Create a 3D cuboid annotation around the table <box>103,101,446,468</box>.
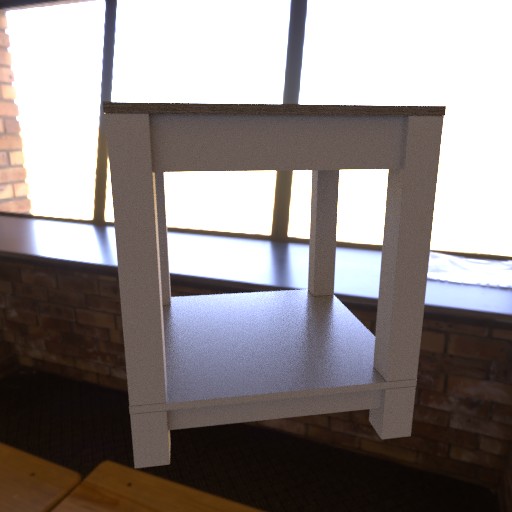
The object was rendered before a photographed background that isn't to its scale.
[{"bbox_3d":[0.000,0.000,0.953,0.504,0.587,0.506,-3,15,-9],"label":"table"}]
